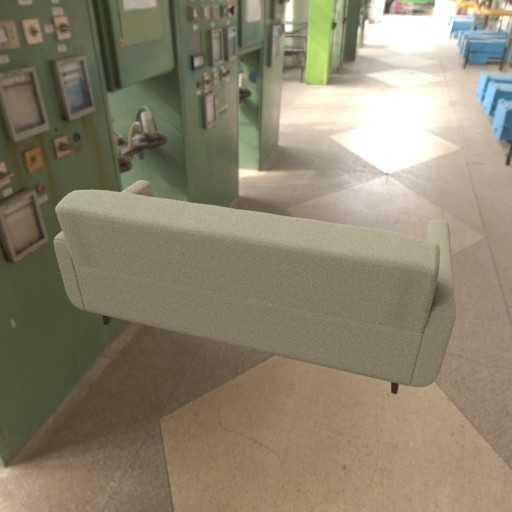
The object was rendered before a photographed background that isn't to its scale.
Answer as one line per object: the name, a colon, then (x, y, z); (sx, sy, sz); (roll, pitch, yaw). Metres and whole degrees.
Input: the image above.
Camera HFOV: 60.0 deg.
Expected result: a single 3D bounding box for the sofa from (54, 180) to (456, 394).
sofa: (0.000, 0.000, 2.642); (2.137, 0.892, 0.980); (10, 33, 16)
